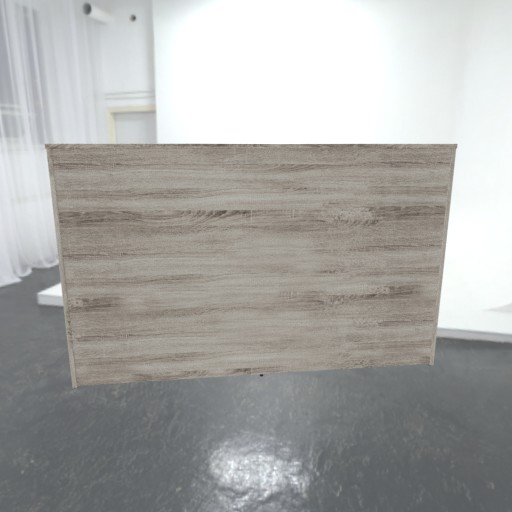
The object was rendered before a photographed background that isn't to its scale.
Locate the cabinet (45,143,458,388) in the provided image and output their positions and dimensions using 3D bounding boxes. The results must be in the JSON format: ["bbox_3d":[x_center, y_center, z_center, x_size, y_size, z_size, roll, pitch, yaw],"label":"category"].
[{"bbox_3d":[0.000,0.000,1.837,1.450,0.900,0.380,-2,14,-7],"label":"cabinet"}]
